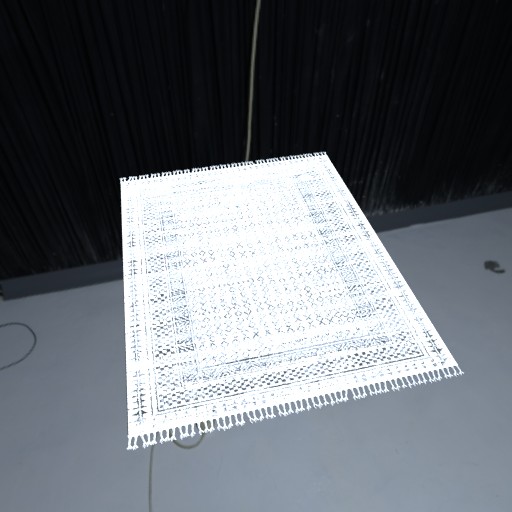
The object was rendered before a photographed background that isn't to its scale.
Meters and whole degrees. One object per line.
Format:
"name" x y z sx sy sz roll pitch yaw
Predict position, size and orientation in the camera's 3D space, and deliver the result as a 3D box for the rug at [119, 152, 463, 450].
"rug" 0.000 0.000 3.897 2.312 0.013 2.940 -9 46 -9
